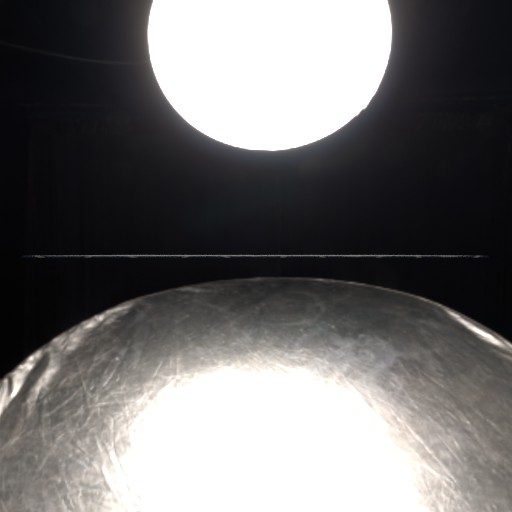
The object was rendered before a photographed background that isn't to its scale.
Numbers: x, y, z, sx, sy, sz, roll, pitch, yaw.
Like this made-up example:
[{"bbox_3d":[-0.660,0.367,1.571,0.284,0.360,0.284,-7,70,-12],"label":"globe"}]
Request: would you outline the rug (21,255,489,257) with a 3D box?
[{"bbox_3d":[0.000,0.000,4.381,3.353,0.010,2.438,0,0,1],"label":"rug"}]
